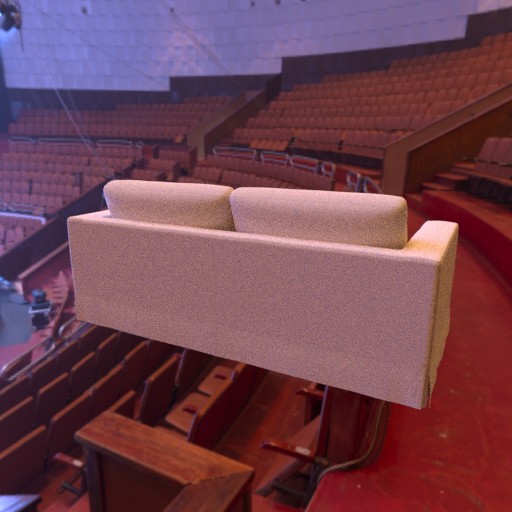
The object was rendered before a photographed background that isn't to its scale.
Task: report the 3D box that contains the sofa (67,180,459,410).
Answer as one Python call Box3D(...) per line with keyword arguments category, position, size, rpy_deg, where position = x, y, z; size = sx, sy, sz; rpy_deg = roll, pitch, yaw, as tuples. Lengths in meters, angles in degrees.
Box3D(category="sofa", position=(0.000, 0.000, 2.668), size=(2.163, 0.881, 0.954), rpy_deg=(8, 17, 27))
